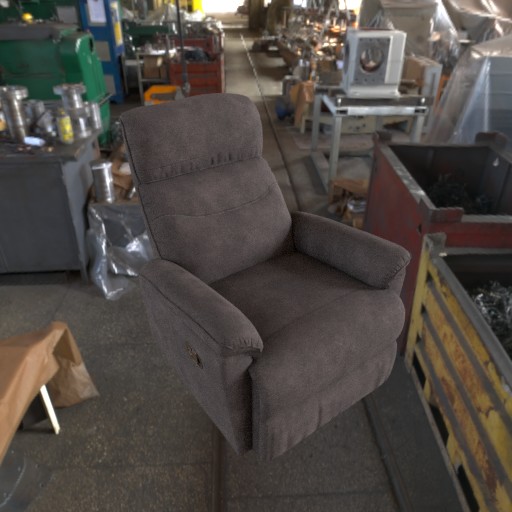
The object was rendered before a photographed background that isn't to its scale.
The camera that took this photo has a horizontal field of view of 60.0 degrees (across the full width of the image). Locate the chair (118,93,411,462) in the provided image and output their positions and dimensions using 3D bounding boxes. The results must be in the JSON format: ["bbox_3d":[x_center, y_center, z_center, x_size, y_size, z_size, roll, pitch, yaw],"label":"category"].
[{"bbox_3d":[0.000,0.000,1.697,0.830,1.035,1.009,-21,37,-31],"label":"chair"}]
